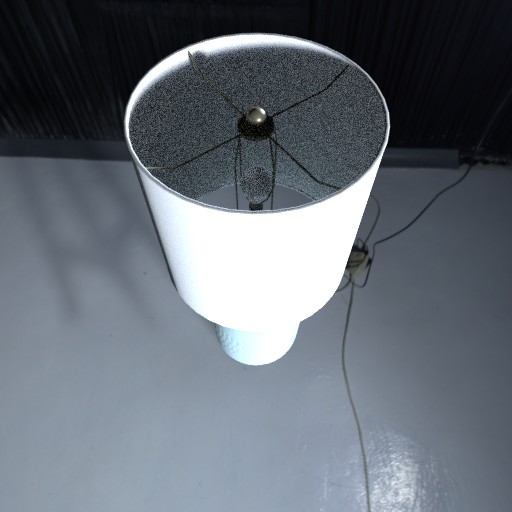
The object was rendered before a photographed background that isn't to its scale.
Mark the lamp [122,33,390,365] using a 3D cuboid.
[{"bbox_3d":[0.000,0.000,1.069,0.418,0.871,0.418,1,58,1],"label":"lamp"}]
